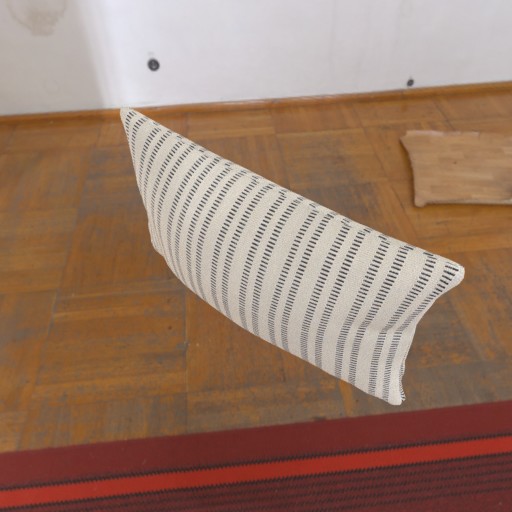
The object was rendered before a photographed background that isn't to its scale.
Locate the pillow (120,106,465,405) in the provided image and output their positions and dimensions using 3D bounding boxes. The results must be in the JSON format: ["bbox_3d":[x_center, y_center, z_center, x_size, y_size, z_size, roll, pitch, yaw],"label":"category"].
[{"bbox_3d":[0.000,0.000,0.781,0.640,0.353,0.210,30,54,26],"label":"pillow"}]
